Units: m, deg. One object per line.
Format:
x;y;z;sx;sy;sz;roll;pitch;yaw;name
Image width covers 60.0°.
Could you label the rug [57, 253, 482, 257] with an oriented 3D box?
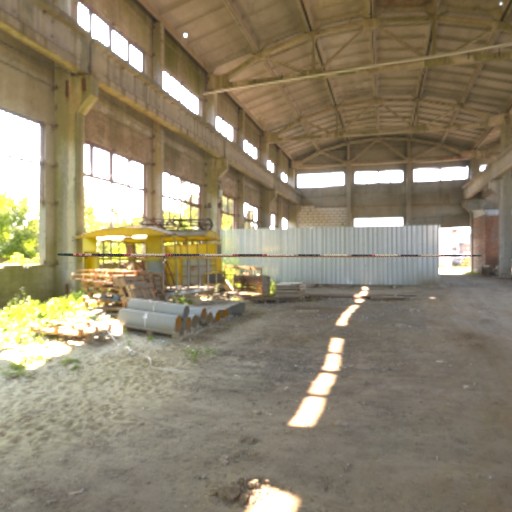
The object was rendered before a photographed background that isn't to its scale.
0.000;0.000;2.371;1.825;0.009;1.221;0;0;-17;rug
